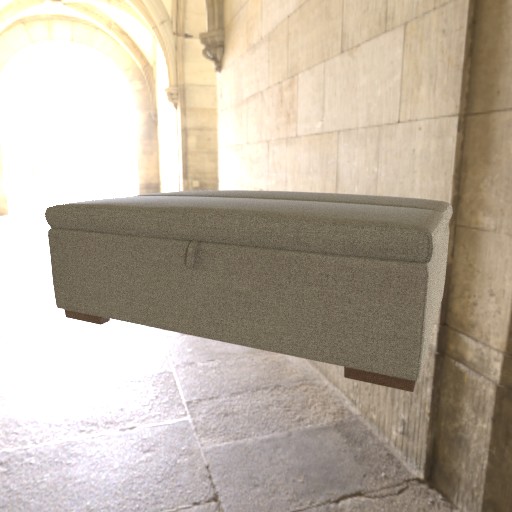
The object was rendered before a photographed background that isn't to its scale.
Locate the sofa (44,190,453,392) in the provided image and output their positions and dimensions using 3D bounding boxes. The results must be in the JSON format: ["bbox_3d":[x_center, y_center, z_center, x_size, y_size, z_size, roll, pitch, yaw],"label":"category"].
[{"bbox_3d":[0.000,0.000,1.604,1.250,0.434,0.817,6,13,26],"label":"sofa"}]
